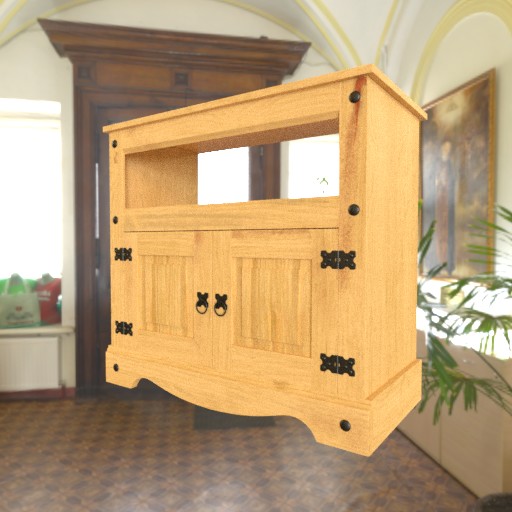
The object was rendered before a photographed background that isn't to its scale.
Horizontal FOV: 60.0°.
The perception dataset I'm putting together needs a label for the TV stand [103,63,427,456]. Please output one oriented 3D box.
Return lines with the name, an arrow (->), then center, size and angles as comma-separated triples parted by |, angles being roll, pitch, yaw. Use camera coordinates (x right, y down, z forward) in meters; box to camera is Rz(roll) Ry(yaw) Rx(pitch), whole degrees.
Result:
TV stand -> 0.000, 0.000, 1.300 | 0.851, 0.787, 0.430 | 1, 2, 35
